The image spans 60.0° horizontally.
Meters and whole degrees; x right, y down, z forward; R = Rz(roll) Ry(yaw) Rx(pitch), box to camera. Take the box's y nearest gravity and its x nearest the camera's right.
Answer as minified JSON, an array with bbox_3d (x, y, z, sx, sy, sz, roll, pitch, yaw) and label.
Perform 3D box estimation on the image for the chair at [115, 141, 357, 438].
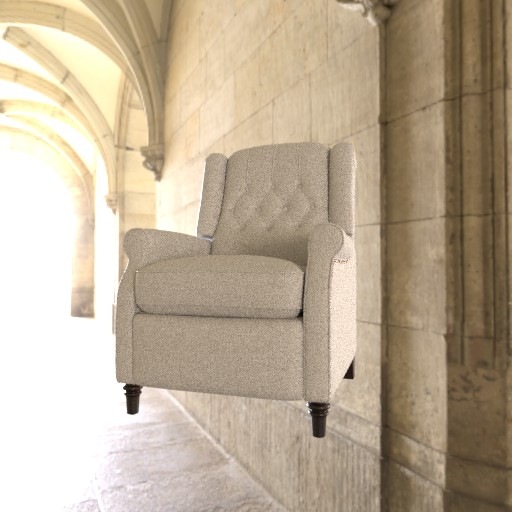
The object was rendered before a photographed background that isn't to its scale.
[{"bbox_3d":[0.000,0.000,1.686,0.742,1.035,0.902,0,-1,18],"label":"chair"}]
